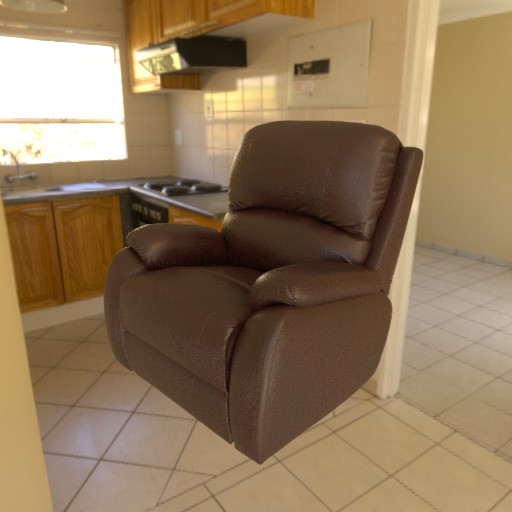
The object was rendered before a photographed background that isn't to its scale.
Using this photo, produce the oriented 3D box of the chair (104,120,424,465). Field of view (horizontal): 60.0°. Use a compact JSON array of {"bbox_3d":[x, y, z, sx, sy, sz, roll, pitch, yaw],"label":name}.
[{"bbox_3d":[0.000,0.000,1.723,0.930,1.011,0.899,16,23,42],"label":"chair"}]
